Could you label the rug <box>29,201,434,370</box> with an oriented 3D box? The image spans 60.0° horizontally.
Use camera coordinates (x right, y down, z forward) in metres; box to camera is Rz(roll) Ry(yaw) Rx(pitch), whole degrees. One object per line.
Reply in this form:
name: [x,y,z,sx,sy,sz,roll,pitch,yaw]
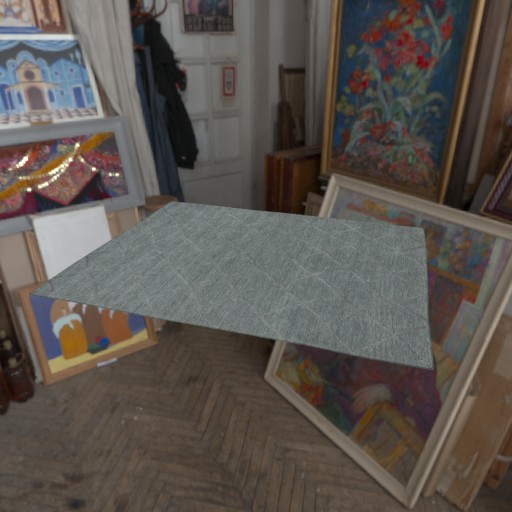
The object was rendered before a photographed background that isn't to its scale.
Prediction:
rug: [0.000,0.000,4.139,3.048,0.013,2.438,8,26,16]
